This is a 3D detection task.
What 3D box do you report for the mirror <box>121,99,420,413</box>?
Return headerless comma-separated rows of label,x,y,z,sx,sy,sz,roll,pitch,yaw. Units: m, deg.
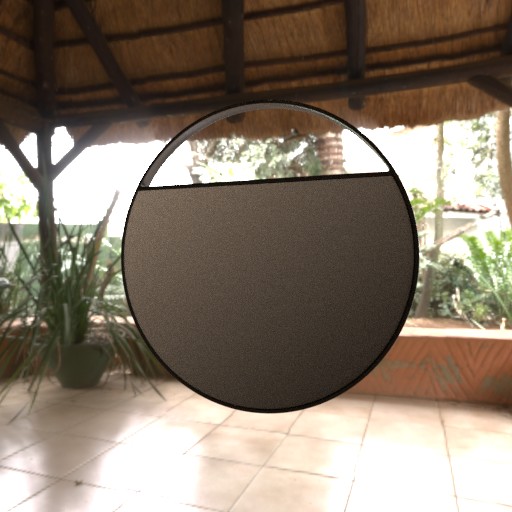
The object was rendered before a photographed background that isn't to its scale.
mirror,0.000,0.000,0.817,0.565,0.565,0.032,0,-1,19
